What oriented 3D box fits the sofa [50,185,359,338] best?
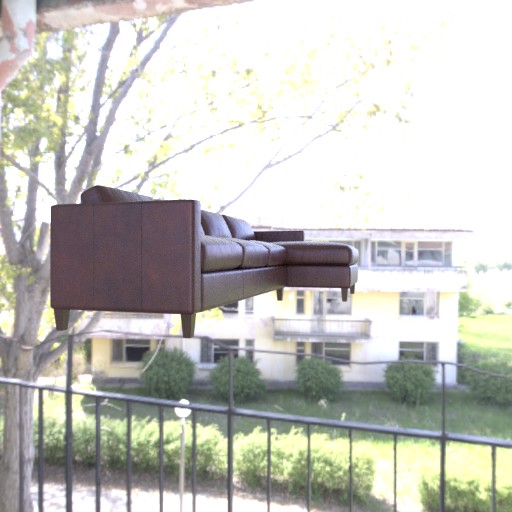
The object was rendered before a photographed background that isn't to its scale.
[{"bbox_3d":[0.000,0.000,3.908,1.581,0.883,3.203,0,0,17],"label":"sofa"}]
